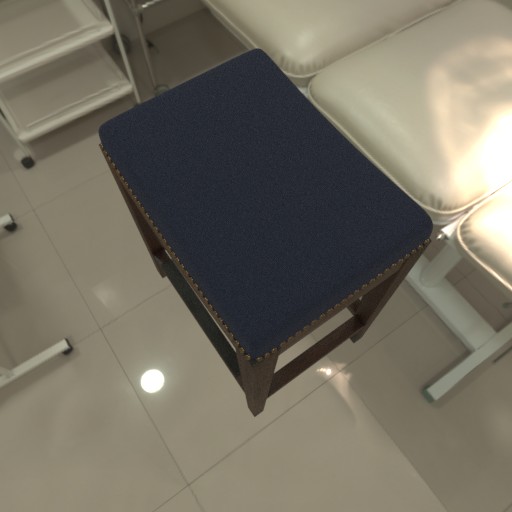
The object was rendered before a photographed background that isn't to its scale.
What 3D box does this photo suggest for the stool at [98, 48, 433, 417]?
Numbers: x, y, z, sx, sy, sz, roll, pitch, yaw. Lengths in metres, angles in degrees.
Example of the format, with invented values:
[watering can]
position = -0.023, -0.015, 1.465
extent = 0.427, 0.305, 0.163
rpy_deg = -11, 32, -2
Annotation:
[stool]
position = 0.000, 0.000, 0.983
extent = 0.361, 0.642, 0.500
rpy_deg = -32, 69, -14
